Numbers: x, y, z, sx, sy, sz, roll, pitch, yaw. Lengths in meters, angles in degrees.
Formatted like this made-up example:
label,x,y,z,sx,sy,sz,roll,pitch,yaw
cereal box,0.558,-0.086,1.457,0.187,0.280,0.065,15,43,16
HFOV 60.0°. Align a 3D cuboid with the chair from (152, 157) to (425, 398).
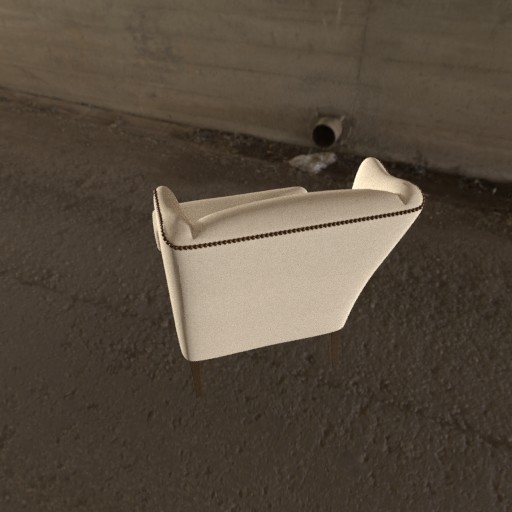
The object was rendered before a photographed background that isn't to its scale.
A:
label,x,y,z,sx,sy,sz,roll,pitch,yaw
chair,0.000,0.000,1.715,0.737,1.029,0.940,-10,42,-11
